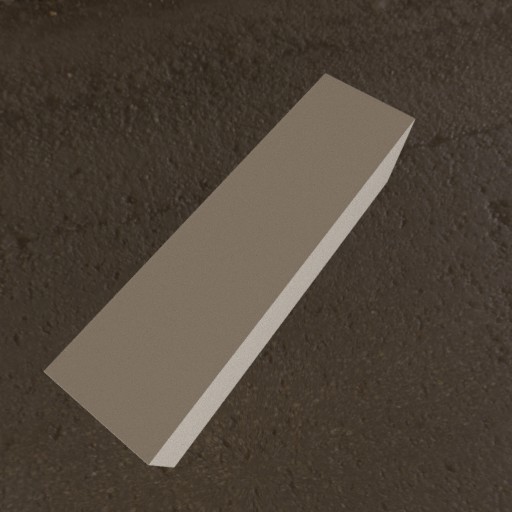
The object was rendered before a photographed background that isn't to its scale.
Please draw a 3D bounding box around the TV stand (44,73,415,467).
[{"bbox_3d":[0.000,0.000,1.687,0.410,0.440,1.500,34,68,15],"label":"TV stand"}]
